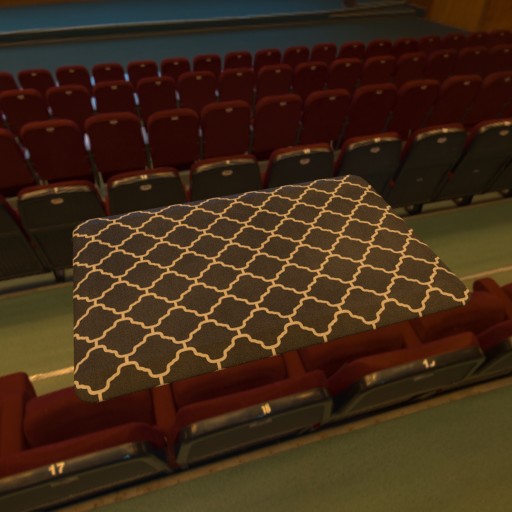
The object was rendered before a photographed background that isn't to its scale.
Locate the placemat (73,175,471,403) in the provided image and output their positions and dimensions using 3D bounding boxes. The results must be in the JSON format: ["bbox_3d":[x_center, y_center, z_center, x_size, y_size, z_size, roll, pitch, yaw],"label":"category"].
[{"bbox_3d":[0.000,0.000,0.964,0.762,0.021,0.508,-12,43,-13],"label":"placemat"}]
